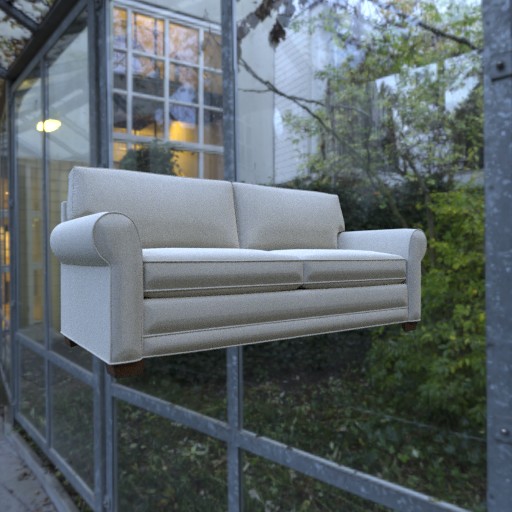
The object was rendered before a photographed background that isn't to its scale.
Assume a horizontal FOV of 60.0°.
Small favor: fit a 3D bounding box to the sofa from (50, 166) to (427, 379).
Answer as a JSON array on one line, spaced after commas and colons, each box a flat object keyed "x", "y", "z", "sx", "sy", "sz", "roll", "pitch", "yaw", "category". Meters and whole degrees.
[{"x": 0.000, "y": 0.000, "z": 2.640, "sx": 2.146, "sy": 0.962, "sz": 0.901, "roll": 0, "pitch": 0, "yaw": -36, "category": "sofa"}]
